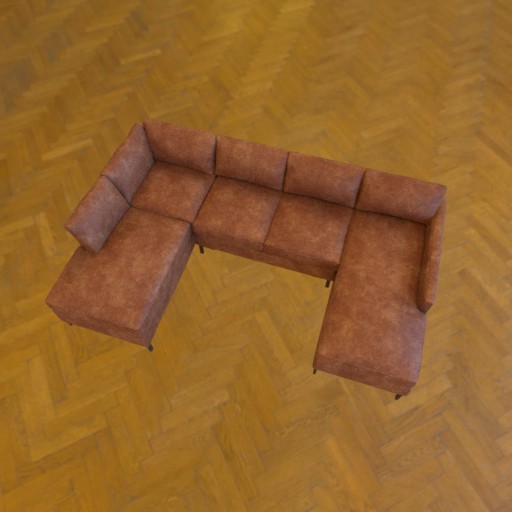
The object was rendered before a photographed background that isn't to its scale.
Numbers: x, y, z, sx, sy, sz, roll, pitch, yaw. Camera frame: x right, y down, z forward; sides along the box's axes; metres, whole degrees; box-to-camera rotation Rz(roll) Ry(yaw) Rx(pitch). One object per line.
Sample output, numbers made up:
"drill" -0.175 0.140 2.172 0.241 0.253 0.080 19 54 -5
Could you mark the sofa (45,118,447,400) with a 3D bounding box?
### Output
"sofa" 0.000 0.000 3.823 2.956 0.900 1.939 15 59 9
